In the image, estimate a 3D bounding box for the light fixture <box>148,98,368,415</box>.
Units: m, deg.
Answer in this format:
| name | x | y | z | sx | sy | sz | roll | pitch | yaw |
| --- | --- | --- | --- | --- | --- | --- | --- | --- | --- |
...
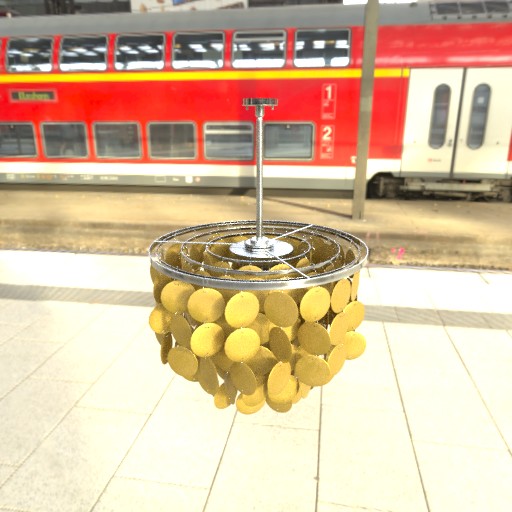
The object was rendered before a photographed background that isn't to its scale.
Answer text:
| name | x | y | z | sx | sy | sz | roll | pitch | yaw |
| --- | --- | --- | --- | --- | --- | --- | --- | --- | --- |
| light fixture | 0.000 | 0.000 | 0.736 | 0.368 | 0.492 | 0.368 | 0 | 18 | 0 |
